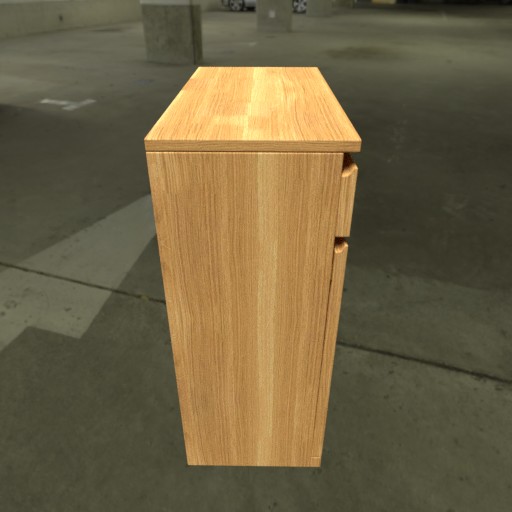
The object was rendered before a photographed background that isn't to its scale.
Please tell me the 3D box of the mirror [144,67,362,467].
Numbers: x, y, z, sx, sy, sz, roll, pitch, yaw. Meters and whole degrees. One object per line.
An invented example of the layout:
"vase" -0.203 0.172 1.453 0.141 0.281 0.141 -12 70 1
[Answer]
"mirror" 0.000 0.000 1.415 0.400 1.000 0.800 0 32 1
